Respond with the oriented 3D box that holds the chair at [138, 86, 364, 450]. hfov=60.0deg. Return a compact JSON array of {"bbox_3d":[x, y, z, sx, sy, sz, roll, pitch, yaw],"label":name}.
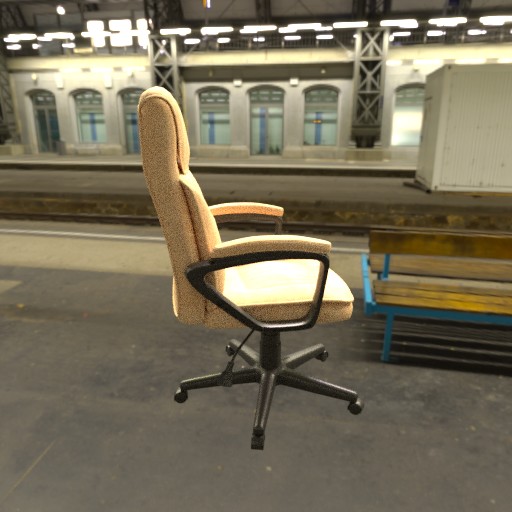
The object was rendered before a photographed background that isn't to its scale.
[{"bbox_3d":[0.000,0.000,1.565,0.724,1.105,0.667,-3,17,-10],"label":"chair"}]
